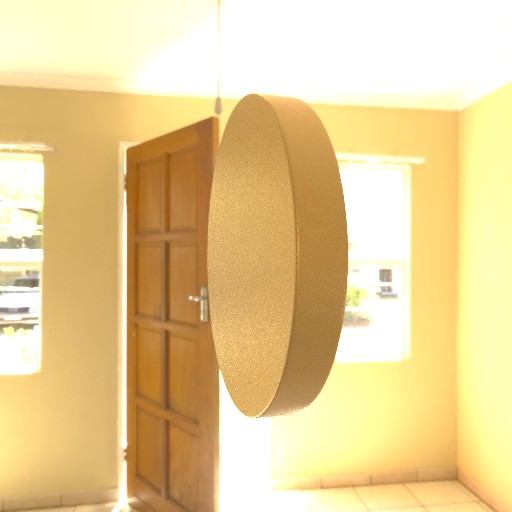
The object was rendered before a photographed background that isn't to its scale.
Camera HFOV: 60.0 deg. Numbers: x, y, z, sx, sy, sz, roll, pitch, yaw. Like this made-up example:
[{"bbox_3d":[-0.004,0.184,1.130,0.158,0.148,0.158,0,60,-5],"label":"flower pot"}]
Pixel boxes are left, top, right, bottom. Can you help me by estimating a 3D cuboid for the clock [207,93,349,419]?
[{"bbox_3d":[0.000,0.000,0.457,0.040,0.314,0.314,0,0,-17],"label":"clock"}]
